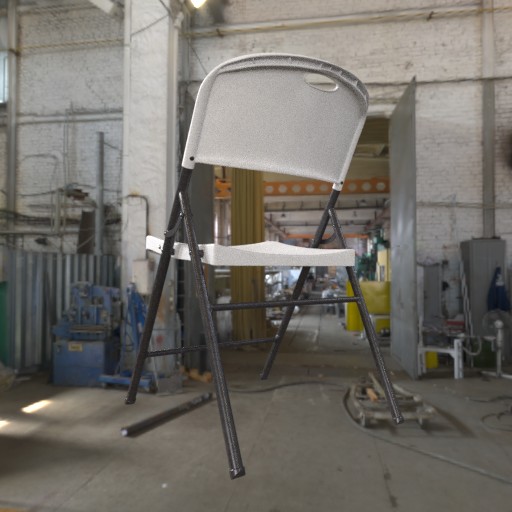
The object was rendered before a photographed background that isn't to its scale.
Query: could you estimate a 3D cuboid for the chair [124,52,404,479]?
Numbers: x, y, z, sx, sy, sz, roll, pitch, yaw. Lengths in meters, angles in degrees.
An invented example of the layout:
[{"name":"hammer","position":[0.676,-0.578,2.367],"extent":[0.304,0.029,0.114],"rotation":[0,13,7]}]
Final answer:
[{"name":"chair","position":[0.000,0.000,1.148],"extent":[0.494,0.810,0.566],"rotation":[1,-2,-36]}]
